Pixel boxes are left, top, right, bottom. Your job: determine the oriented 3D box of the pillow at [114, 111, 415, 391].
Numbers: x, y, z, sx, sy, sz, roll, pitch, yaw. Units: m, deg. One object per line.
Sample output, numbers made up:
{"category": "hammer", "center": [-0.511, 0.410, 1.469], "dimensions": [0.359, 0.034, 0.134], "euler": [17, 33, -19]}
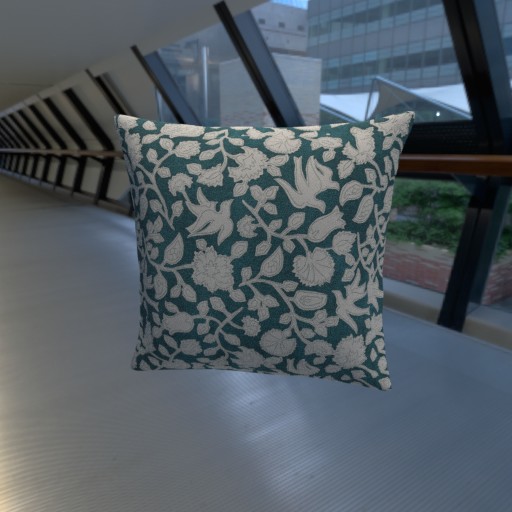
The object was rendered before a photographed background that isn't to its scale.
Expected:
{"category": "pillow", "center": [0.000, 0.000, 0.824], "dimensions": [0.525, 0.508, 0.166], "euler": [2, 15, 9]}
